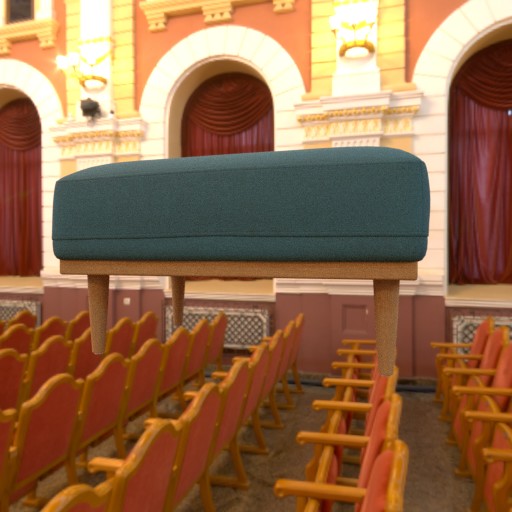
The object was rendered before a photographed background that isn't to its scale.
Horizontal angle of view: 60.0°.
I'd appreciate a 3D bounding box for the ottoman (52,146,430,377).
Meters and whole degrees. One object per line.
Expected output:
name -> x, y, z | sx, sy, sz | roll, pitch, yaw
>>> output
ottoman -> 0.000, 0.000, 1.066 | 0.749, 0.428, 0.549 | 0, 0, 17
